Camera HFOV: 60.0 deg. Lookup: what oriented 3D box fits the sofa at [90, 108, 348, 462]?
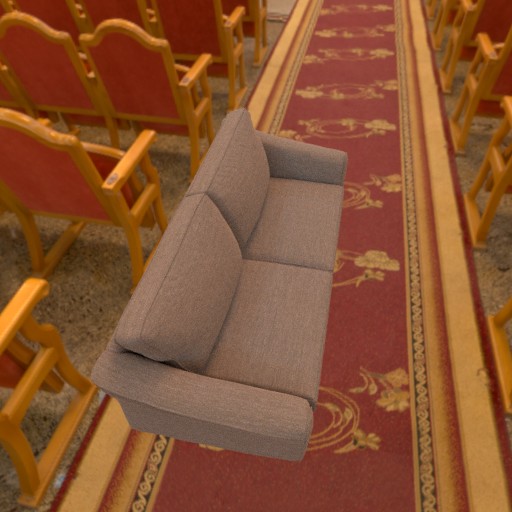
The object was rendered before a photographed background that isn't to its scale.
[{"bbox_3d":[0.000,0.000,2.753,0.980,0.965,2.270,9,47,8],"label":"sofa"}]
